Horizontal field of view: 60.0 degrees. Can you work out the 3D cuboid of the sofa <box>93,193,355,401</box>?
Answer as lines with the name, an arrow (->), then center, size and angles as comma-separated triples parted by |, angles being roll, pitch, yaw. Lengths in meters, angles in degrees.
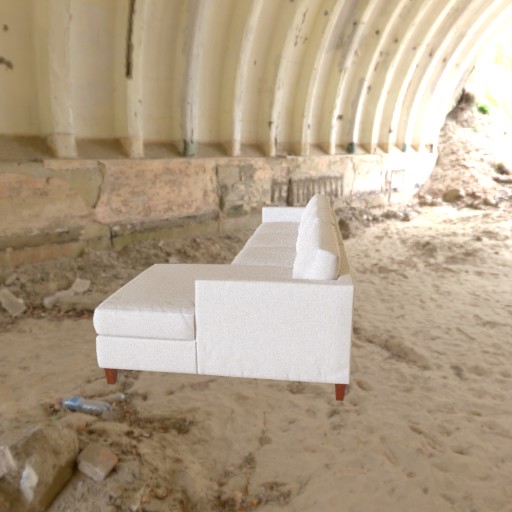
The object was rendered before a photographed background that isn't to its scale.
sofa -> 0.000, 0.000, 4.292 | 1.606, 0.954, 3.471 | 2, 14, 7
